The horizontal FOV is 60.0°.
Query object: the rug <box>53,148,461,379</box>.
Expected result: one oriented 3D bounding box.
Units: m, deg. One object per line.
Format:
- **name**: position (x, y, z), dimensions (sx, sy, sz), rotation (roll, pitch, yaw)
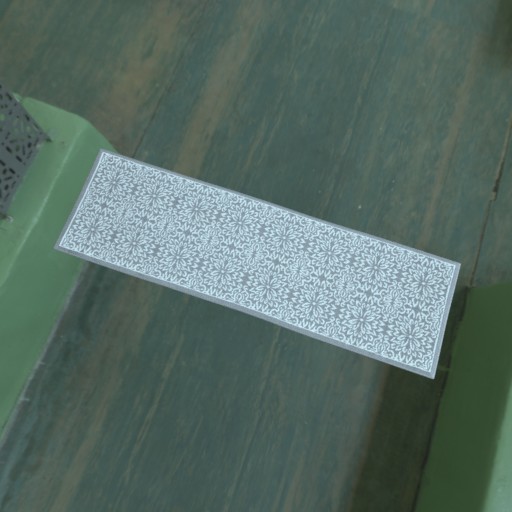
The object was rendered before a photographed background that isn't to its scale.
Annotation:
- **rug**: position (0.000, 0.000, 2.488), dimensions (2.196, 0.011, 0.662), rotation (18, 76, 5)
